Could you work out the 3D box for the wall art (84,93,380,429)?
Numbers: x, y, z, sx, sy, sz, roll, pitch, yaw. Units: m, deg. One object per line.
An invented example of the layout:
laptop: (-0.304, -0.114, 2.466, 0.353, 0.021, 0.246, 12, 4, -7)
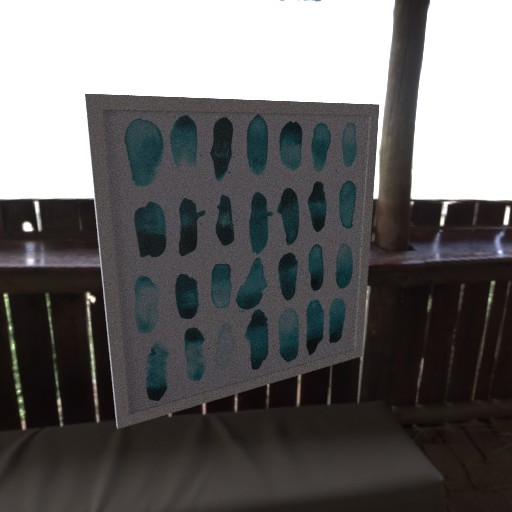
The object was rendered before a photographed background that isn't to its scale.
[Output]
wall art: (0.000, 0.000, 0.837, 0.558, 0.559, 0.009, -8, 18, -27)
